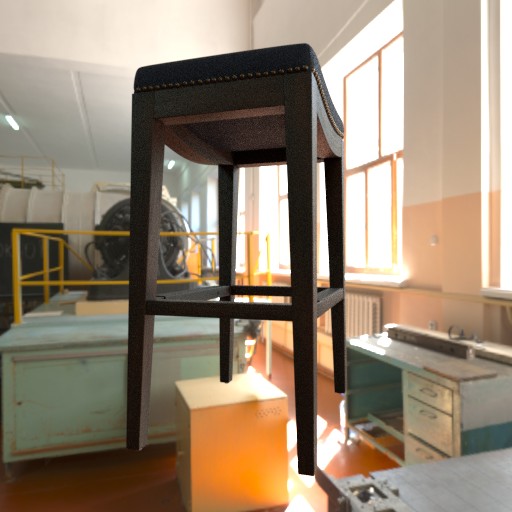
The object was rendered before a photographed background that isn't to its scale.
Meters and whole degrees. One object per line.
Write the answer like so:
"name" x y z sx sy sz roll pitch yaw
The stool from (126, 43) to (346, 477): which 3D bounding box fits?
"stool" 0.000 0.000 1.021 0.358 0.740 0.498 0 0 17
